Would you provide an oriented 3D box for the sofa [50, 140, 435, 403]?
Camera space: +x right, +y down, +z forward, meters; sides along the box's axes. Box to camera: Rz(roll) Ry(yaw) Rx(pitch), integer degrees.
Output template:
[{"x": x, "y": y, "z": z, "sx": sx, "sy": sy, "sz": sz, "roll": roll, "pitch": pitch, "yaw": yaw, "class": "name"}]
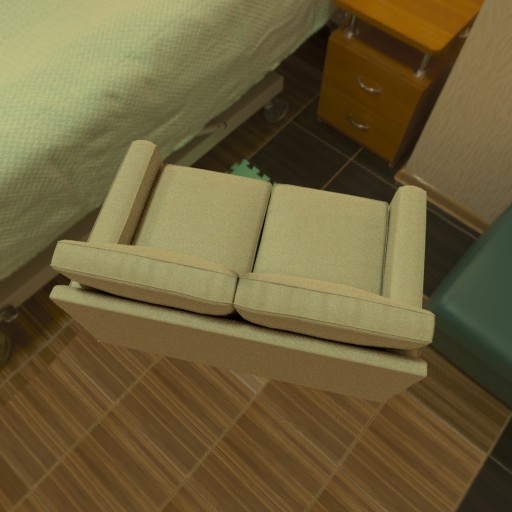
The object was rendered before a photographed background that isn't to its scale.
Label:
[{"x": 0.000, "y": 0.000, "z": 2.094, "sx": 1.484, "sy": 0.853, "sz": 0.942, "roll": 11, "pitch": 64, "yaw": 5, "class": "sofa"}]
